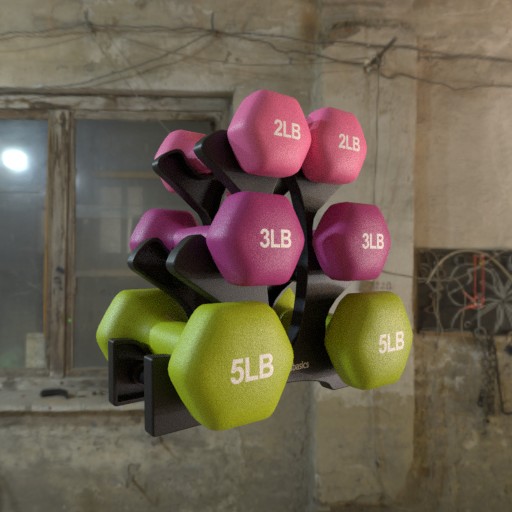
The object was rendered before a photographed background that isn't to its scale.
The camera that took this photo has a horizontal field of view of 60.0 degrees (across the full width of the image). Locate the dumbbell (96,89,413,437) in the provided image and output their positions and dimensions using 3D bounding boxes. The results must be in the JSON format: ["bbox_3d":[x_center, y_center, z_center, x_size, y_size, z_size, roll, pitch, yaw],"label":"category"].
[{"bbox_3d":[0.000,0.000,0.432,0.257,0.261,0.203,0,0,-37],"label":"dumbbell"}]
